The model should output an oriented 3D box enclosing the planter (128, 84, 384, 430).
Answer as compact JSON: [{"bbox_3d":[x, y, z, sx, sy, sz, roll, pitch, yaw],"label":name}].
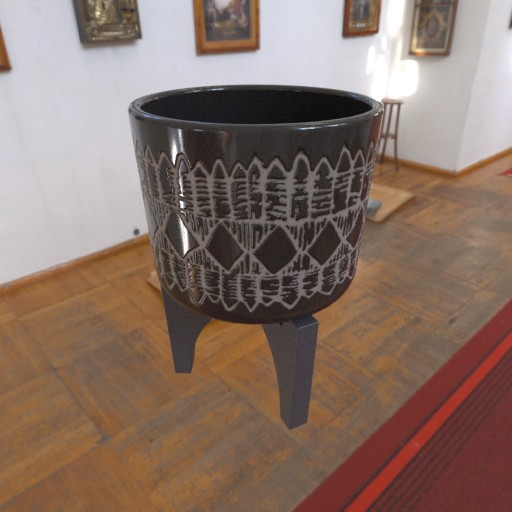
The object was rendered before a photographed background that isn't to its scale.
[{"bbox_3d":[0.000,0.000,0.528,0.251,0.355,0.251,1,28,2],"label":"planter"}]
